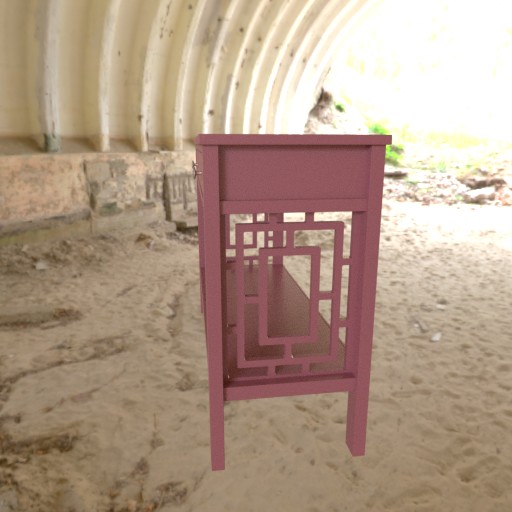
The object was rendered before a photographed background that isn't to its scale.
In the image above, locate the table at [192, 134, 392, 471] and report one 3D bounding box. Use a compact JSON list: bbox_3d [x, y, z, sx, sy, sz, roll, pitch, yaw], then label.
[{"bbox_3d":[0.000,0.000,1.462,0.397,0.753,1.068,-2,14,-8],"label":"table"}]
